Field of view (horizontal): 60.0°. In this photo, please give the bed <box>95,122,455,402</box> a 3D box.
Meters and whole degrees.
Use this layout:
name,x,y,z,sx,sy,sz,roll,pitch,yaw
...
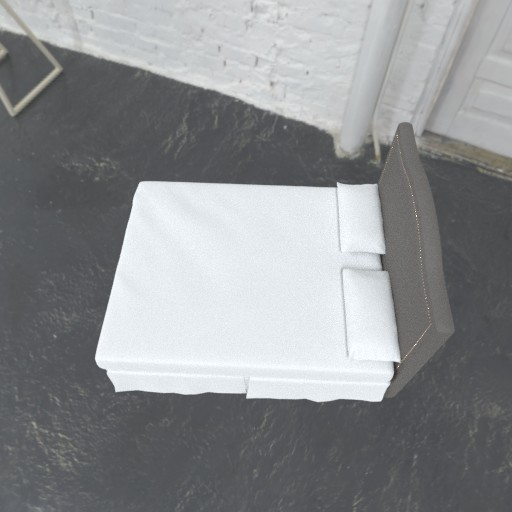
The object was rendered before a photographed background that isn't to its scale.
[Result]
name,x,y,z,sx,sy,sz,roll,pitch,yaw
bed,0.000,0.000,3.450,2.282,1.436,1.821,2,57,1
